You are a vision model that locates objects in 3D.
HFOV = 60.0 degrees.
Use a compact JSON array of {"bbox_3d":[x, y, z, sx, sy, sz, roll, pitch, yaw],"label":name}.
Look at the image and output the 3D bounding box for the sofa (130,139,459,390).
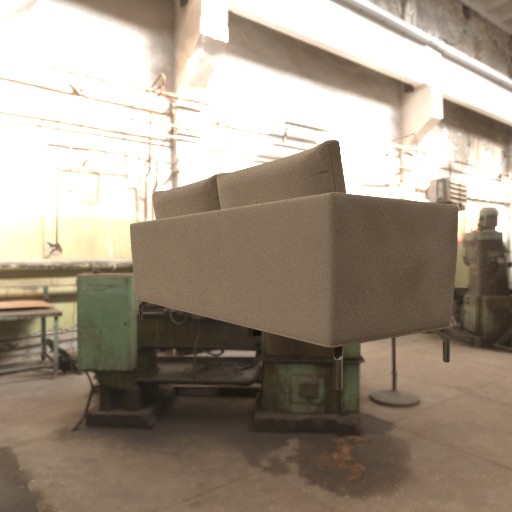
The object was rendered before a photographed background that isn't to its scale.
[{"bbox_3d":[0.000,0.000,2.776,0.868,1.005,2.214,0,1,-35],"label":"sofa"}]
